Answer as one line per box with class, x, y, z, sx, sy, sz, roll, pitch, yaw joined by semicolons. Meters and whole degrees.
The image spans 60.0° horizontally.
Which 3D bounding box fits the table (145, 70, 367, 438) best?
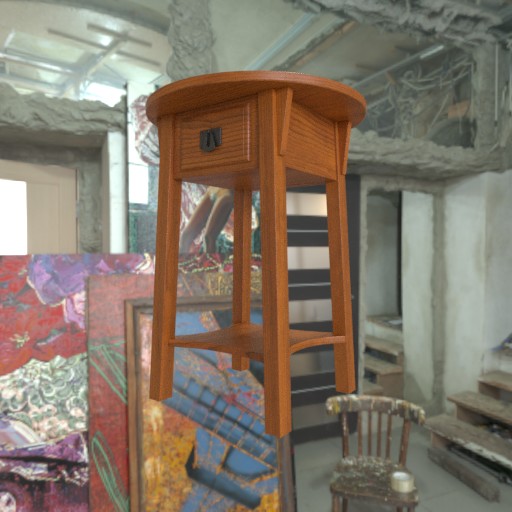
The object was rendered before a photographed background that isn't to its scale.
table;0.000;0.000;0.950;0.457;0.610;0.457;0;1;0
